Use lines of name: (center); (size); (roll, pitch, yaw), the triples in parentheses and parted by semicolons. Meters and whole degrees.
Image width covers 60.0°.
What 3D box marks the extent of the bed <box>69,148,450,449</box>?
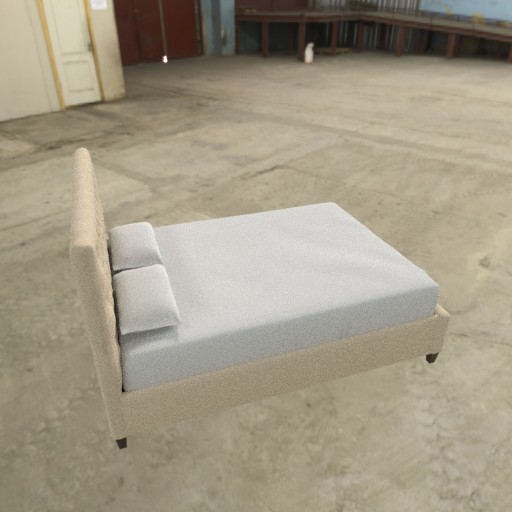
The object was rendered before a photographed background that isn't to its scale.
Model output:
bed: (0.000, 0.000, 3.370); (2.387, 1.427, 1.698); (-10, 31, -16)
